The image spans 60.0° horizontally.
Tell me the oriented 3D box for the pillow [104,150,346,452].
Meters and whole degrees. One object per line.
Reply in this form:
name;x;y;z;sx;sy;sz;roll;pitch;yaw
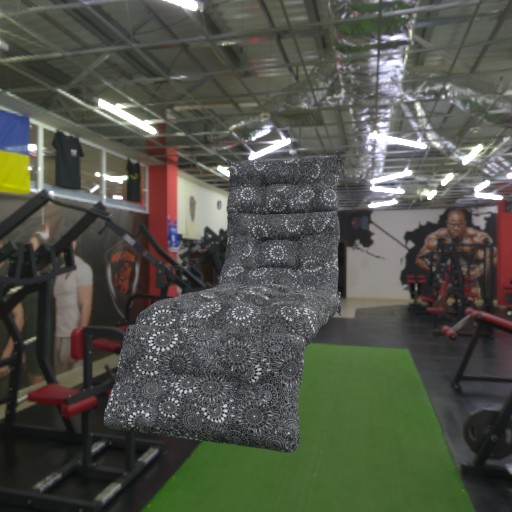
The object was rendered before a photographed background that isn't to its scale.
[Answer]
pillow;0.000;0.000;1.481;0.526;0.863;1.016;0;1;17
